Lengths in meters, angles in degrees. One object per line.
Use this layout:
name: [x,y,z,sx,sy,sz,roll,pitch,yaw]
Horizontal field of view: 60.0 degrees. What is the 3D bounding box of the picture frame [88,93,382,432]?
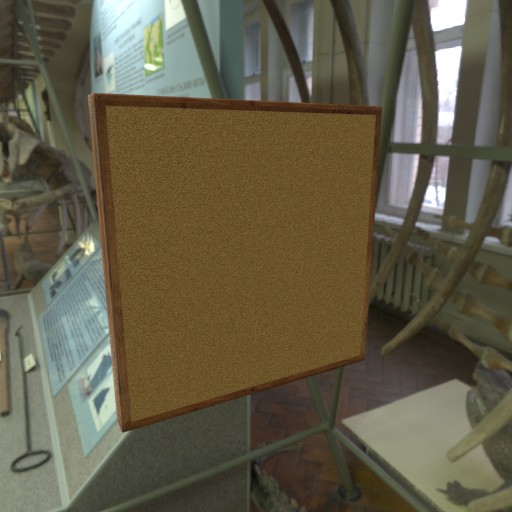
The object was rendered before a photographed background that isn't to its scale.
picture frame: [0.000,0.000,0.539,0.352,0.356,0.028,-8,17,-28]
